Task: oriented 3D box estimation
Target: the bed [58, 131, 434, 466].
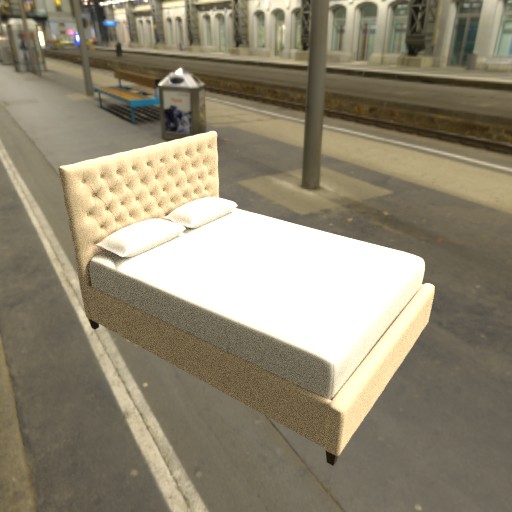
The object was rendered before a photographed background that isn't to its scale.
[{"bbox_3d":[0.000,0.000,3.489,2.387,1.427,1.698,18,32,32],"label":"bed"}]
